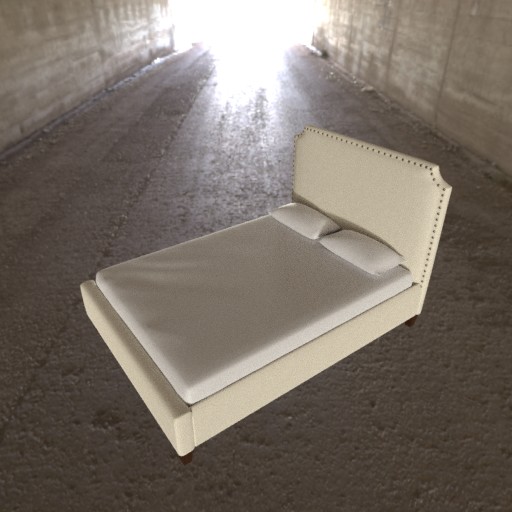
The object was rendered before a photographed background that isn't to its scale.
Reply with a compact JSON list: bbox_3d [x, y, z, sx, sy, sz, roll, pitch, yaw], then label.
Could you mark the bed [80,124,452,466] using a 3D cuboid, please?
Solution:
[{"bbox_3d":[0.000,0.000,3.528,2.372,1.443,1.712,-21,37,-31],"label":"bed"}]
